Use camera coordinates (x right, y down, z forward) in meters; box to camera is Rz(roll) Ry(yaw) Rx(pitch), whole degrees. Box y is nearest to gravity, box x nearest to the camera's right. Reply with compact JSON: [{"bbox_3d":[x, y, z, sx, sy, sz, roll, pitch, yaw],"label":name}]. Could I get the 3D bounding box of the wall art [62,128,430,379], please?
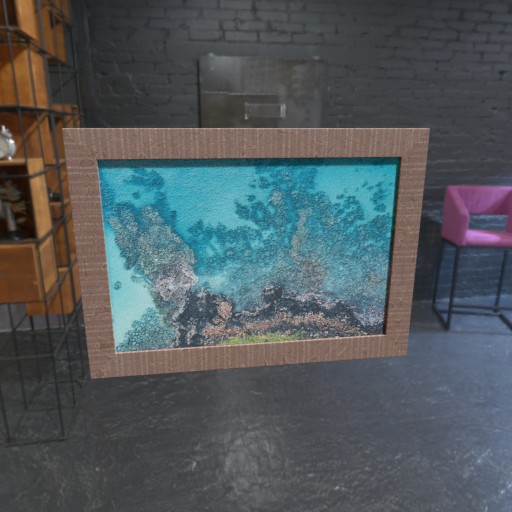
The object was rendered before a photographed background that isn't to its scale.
[{"bbox_3d":[0.000,0.000,1.375,1.056,0.761,0.020,-2,16,-8],"label":"wall art"}]
